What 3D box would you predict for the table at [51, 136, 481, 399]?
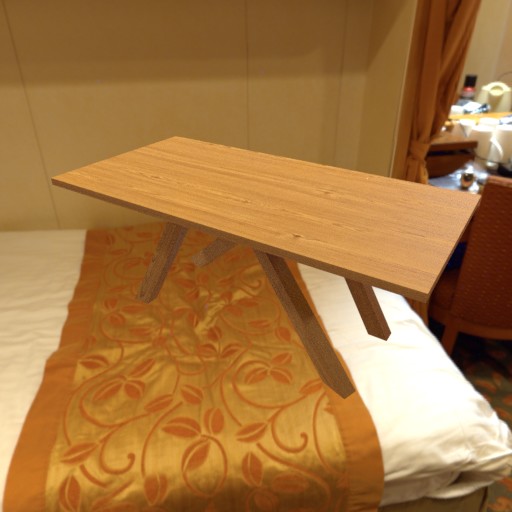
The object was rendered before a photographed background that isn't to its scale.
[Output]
[{"bbox_3d":[0.000,0.000,2.248,1.797,0.750,0.901,18,35,28],"label":"table"}]
